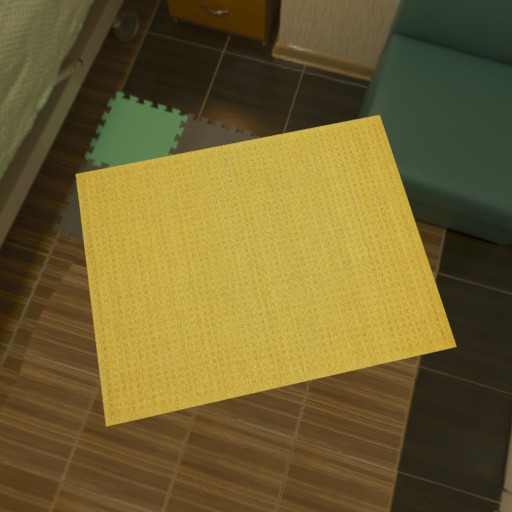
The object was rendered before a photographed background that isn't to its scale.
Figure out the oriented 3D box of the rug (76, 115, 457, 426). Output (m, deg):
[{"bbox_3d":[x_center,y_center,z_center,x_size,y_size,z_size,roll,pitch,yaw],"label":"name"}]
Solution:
[{"bbox_3d":[0.000,0.000,4.319,3.242,0.015,2.486,-12,75,-3],"label":"rug"}]
